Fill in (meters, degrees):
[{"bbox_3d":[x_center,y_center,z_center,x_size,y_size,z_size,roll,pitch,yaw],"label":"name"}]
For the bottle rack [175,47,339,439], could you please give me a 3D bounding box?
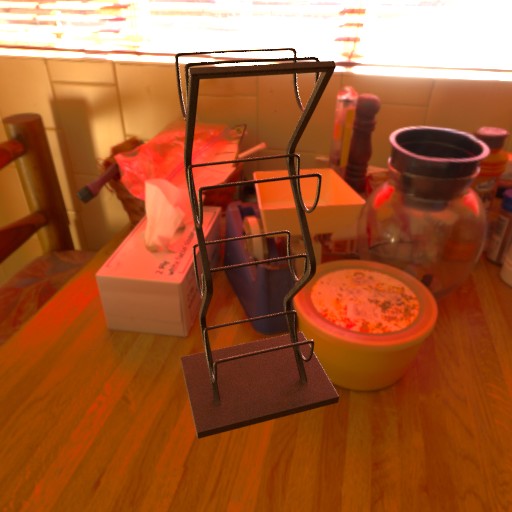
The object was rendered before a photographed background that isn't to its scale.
[{"bbox_3d":[0.000,0.000,0.681,0.254,0.559,0.178,-9,34,-14],"label":"bottle rack"}]
